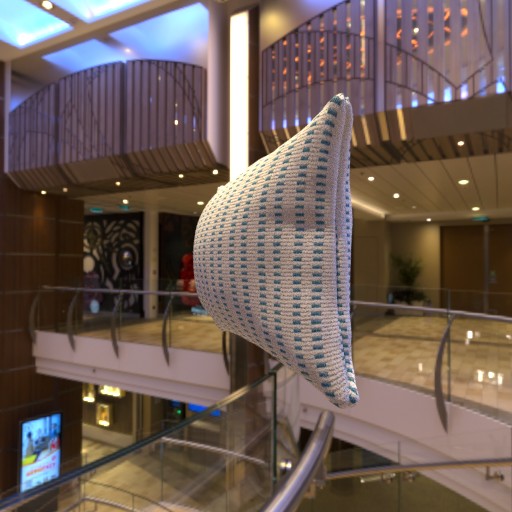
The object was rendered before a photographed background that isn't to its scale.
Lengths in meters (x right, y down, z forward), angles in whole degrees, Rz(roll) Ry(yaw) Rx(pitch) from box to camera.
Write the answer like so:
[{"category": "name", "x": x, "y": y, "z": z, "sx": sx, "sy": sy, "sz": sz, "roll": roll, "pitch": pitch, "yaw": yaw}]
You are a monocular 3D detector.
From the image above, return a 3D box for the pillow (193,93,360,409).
[{"category": "pillow", "x": 0.000, "y": 0.000, "z": 0.788, "sx": 0.210, "sy": 0.353, "sz": 0.640, "roll": 0, "pitch": -1, "yaw": -17}]
